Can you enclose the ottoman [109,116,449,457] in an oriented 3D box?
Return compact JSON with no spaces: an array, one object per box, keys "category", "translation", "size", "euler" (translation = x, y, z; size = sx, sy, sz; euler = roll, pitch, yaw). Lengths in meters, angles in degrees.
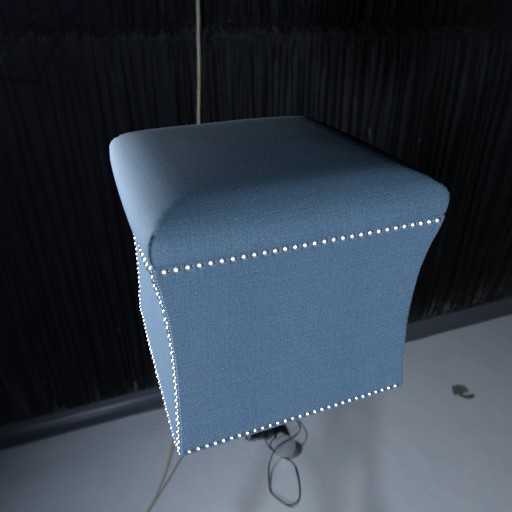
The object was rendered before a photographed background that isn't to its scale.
[{"category":"ottoman","translation":[0.000,0.000,0.916],"size":[0.497,0.475,0.507],"euler":[-11,32,-18]}]
